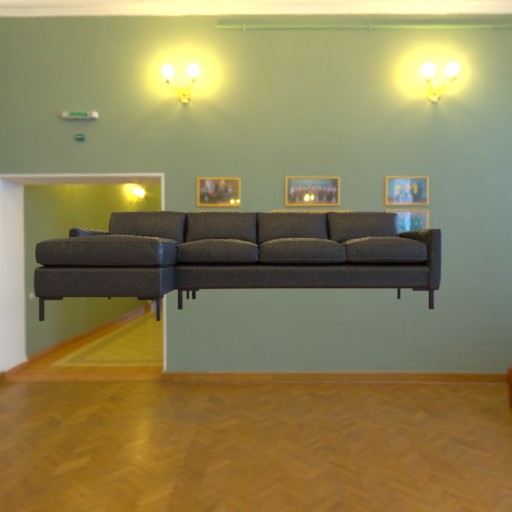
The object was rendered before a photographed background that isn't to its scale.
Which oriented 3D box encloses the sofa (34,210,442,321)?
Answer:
[{"bbox_3d":[0.000,0.000,3.664,2.993,0.859,1.471,0,0,-1],"label":"sofa"}]
